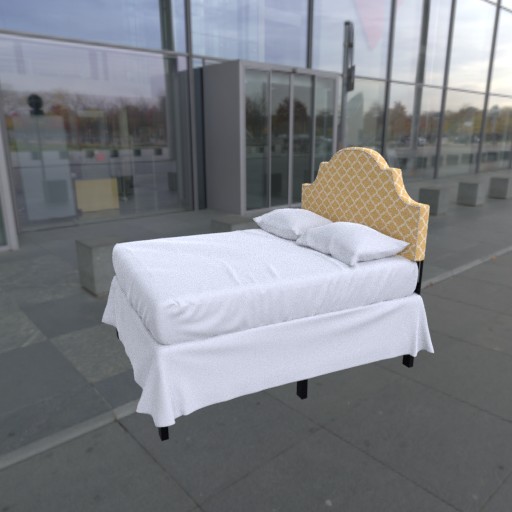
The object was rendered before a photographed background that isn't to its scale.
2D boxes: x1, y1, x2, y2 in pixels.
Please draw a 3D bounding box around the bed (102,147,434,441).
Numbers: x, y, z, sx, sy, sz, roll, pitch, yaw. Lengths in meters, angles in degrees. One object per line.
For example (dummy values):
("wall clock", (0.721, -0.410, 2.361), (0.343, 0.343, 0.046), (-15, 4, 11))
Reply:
("bed", (0.000, 0.000, 3.475), (2.222, 1.633, 1.780), (-7, 17, -25))
